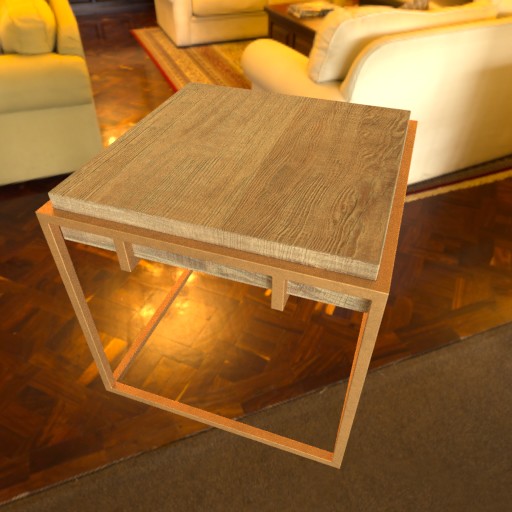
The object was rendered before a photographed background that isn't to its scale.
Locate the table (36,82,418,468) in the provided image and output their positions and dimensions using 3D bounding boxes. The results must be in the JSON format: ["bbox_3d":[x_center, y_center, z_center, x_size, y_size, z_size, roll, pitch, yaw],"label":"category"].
[{"bbox_3d":[0.000,0.000,1.076,0.599,0.584,0.599,13,43,14],"label":"table"}]
